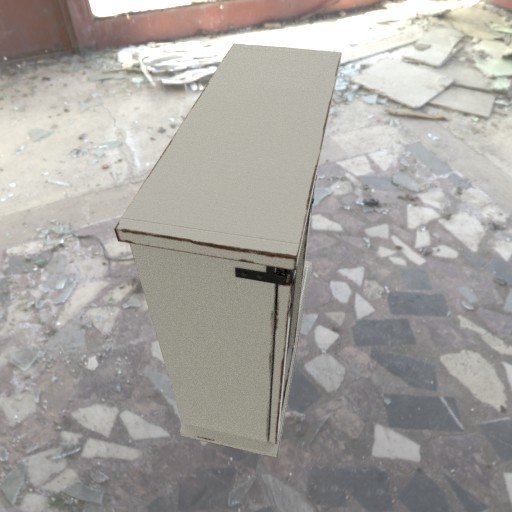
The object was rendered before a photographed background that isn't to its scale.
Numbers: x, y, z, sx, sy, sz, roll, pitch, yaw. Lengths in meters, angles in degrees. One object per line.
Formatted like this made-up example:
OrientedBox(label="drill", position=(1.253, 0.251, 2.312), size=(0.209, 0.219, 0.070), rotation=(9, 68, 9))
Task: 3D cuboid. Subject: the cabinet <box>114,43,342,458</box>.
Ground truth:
OrientedBox(label="cabinet", position=(0.000, 0.000, 0.886), size=(0.210, 0.603, 0.541), rotation=(9, 47, 9))
